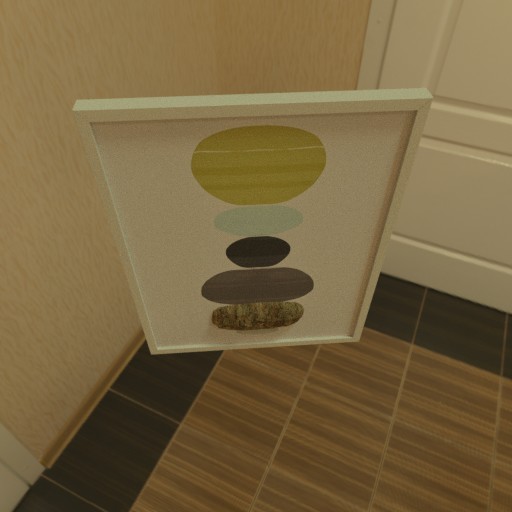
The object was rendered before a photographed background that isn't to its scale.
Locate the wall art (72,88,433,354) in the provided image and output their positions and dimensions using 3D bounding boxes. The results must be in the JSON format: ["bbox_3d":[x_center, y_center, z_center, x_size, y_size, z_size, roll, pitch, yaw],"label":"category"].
[{"bbox_3d":[0.000,0.000,1.031,0.611,0.763,0.055,-3,46,-3],"label":"wall art"}]
